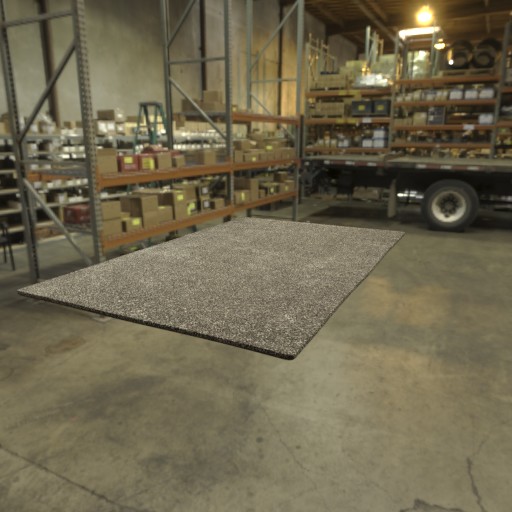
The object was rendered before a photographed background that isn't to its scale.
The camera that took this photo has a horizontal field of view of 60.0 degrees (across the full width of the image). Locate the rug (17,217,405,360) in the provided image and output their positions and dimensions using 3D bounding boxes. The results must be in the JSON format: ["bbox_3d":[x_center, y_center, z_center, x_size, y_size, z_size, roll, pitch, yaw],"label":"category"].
[{"bbox_3d":[0.000,0.000,2.897,1.502,0.025,2.350,8,17,26],"label":"rug"}]
